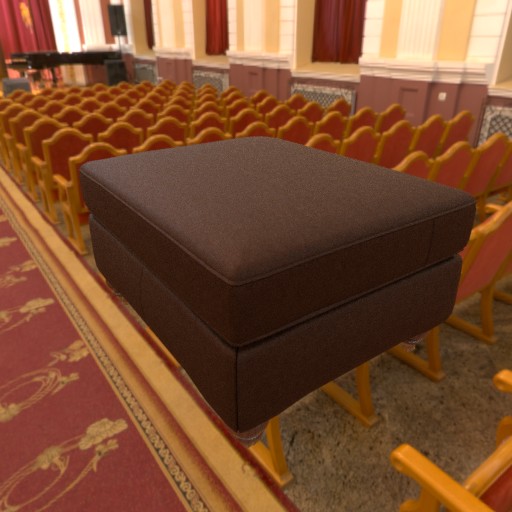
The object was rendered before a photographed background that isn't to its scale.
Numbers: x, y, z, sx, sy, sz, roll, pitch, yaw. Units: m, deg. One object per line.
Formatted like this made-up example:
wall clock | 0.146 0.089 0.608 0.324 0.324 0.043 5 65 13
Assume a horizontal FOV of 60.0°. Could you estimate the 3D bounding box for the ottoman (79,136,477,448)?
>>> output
ottoman | 0.000 0.000 1.750 0.967 0.730 1.187 -17 31 -31
